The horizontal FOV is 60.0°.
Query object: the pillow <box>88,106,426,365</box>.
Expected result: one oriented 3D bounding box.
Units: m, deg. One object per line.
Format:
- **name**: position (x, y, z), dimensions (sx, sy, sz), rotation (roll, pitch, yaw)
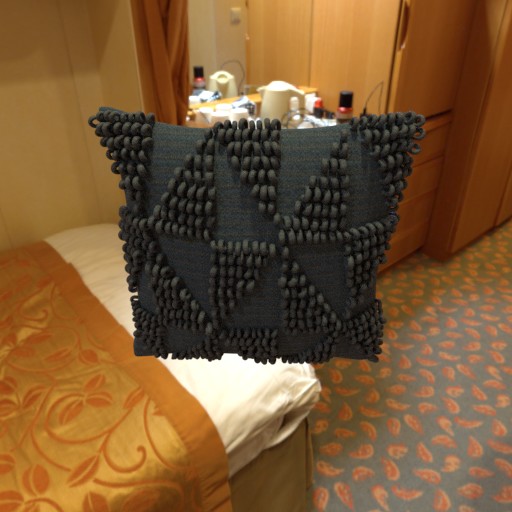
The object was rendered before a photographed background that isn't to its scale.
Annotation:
- **pillow**: position (0.000, 0.000, 0.724), dimensions (0.469, 0.466, 0.172), rotation (1, 30, 1)
